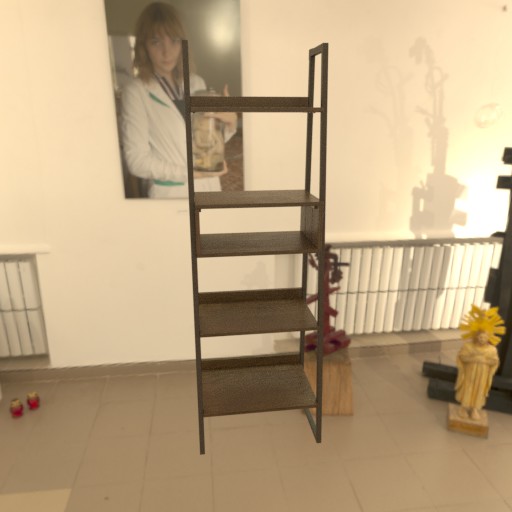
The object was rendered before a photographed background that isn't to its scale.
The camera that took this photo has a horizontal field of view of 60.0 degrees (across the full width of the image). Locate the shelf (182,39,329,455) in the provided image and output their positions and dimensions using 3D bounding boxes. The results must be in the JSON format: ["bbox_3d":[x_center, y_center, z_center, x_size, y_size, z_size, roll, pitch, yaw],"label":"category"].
[{"bbox_3d":[0.000,0.000,2.267,0.652,2.005,0.454,-2,18,-7],"label":"shelf"}]
